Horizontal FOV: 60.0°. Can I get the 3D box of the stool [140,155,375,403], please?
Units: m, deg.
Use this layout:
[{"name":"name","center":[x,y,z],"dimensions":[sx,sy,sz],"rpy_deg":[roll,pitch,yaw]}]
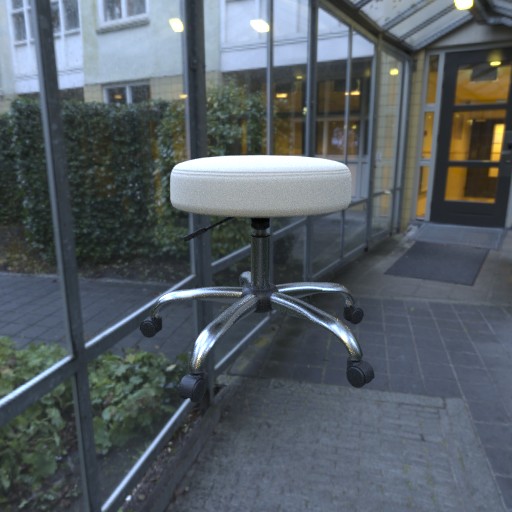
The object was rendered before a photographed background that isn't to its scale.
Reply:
[{"name":"stool","center":[0.000,0.000,1.092],"dimensions":[0.634,0.482,0.614],"rpy_deg":[7,15,27]}]
